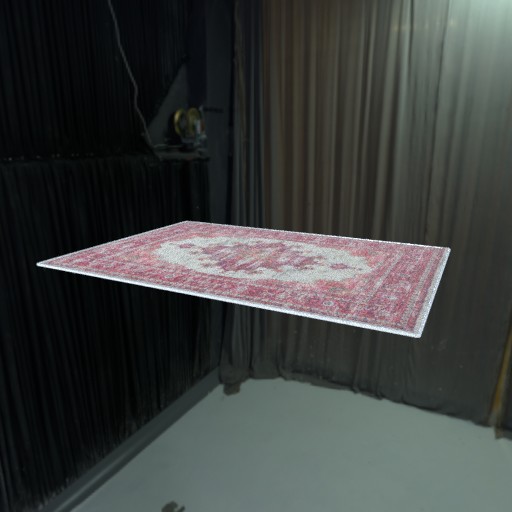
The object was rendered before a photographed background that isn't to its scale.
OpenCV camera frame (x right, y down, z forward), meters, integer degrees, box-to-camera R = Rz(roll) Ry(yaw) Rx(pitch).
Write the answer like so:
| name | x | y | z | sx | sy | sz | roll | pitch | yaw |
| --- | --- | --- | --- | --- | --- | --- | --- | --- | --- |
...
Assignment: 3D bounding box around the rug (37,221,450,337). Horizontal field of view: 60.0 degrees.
| name | x | y | z | sx | sy | sz | roll | pitch | yaw |
| --- | --- | --- | --- | --- | --- | --- | --- | --- | --- |
| rug | 0.000 | 0.000 | 2.262 | 1.747 | 0.011 | 1.217 | 8 | 17 | 26 |
